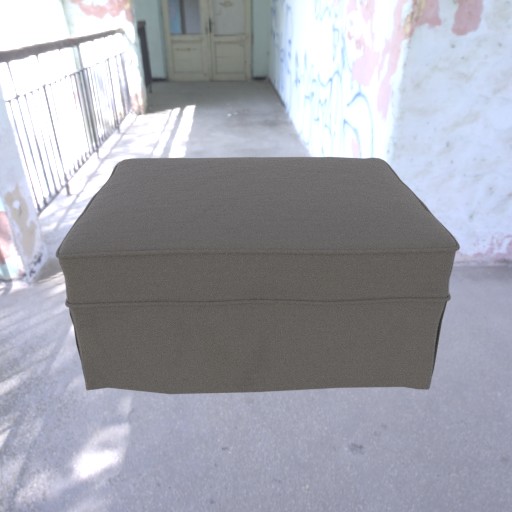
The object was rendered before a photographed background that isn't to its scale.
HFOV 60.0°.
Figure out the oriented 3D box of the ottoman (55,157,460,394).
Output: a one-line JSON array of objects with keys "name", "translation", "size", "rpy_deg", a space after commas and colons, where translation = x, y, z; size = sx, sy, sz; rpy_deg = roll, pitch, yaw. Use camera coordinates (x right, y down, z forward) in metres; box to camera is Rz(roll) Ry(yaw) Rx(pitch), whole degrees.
[{"name": "ottoman", "translation": [0.000, 0.000, 1.331], "size": [0.944, 0.479, 0.703], "rpy_deg": [-1, 30, -2]}]
